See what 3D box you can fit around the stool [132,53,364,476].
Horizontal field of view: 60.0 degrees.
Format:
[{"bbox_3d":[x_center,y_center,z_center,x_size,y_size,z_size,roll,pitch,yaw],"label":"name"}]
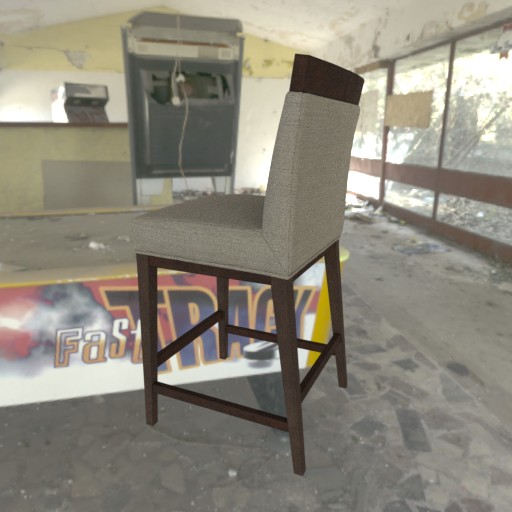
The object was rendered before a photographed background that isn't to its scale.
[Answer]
[{"bbox_3d":[0.000,0.000,1.316,0.531,1.009,0.512,7,17,24],"label":"stool"}]
